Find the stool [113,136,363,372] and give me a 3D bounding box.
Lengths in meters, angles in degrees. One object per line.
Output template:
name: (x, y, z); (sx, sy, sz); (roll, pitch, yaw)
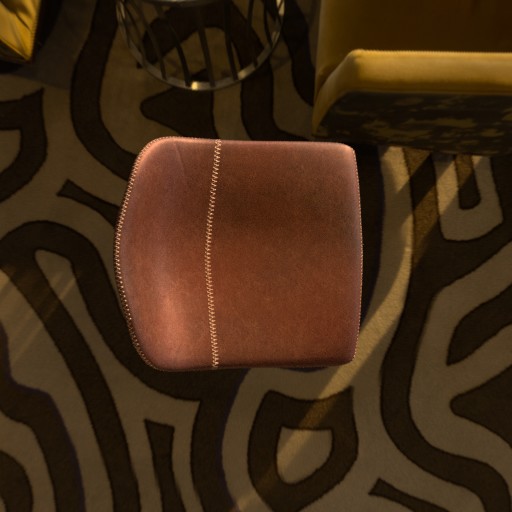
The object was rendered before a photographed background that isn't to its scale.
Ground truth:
stool: (0.000, 0.000, 1.115); (0.473, 0.830, 0.454); (0, 89, -1)
